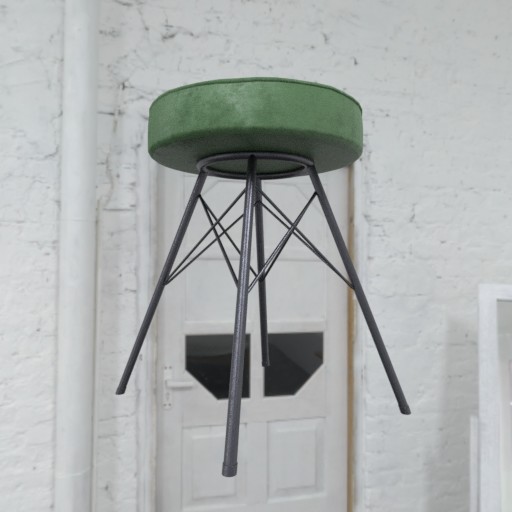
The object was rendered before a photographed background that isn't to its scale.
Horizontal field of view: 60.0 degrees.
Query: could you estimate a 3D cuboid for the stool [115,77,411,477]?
[{"bbox_3d":[0.000,0.000,0.903,0.430,0.595,0.457,0,0,-36],"label":"stool"}]
